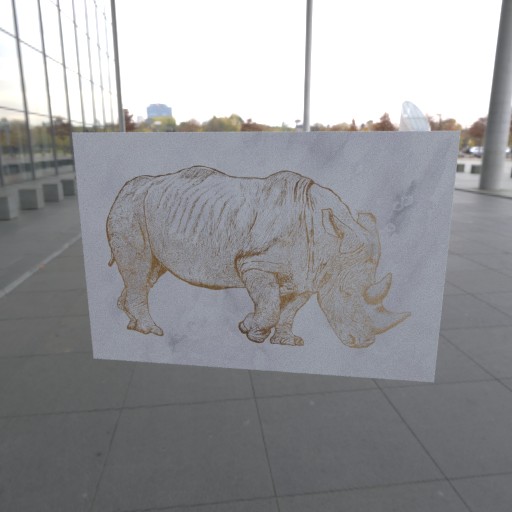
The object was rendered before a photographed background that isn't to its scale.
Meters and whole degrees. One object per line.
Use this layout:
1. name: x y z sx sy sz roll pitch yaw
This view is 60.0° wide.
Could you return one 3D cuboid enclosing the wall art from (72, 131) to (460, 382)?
1. wall art: 0.000 0.000 0.757 0.609 0.407 0.038 2 14 8
